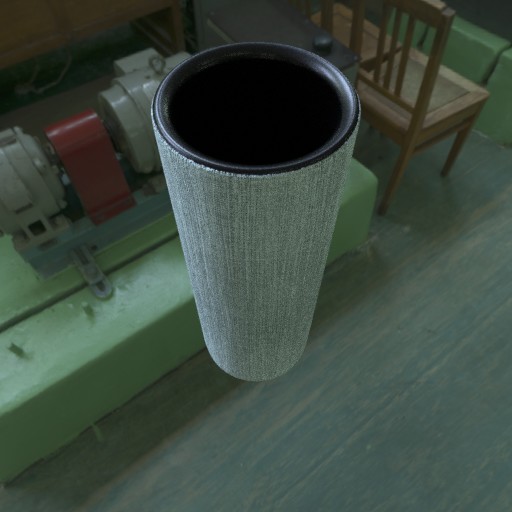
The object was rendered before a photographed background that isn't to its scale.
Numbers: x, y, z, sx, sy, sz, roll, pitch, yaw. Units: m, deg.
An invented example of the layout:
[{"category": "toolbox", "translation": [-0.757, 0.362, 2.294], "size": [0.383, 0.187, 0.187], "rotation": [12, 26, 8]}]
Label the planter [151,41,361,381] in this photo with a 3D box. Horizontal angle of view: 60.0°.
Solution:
[{"category": "planter", "translation": [0.000, 0.000, 0.323], "size": [0.100, 0.270, 0.100], "rotation": [-33, 62, -20]}]
